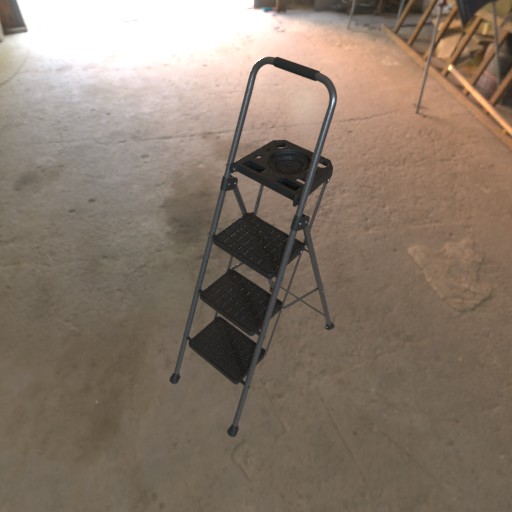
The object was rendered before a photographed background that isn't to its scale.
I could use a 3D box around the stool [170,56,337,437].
[{"bbox_3d":[0.000,0.000,1.608,0.396,1.277,0.733,32,54,27],"label":"stool"}]
